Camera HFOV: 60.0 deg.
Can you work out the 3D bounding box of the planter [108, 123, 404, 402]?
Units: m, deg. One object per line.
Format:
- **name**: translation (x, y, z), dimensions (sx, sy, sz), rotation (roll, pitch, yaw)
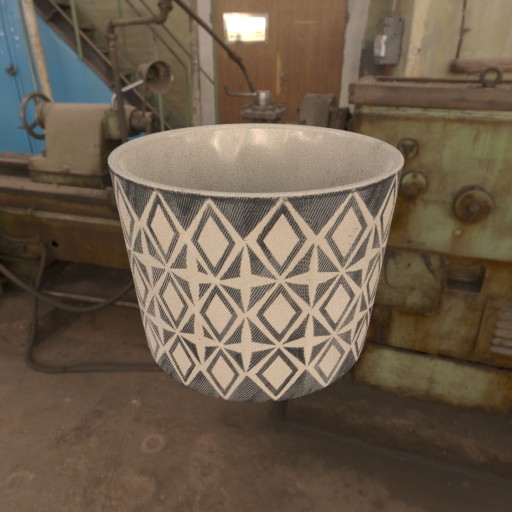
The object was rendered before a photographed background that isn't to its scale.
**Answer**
- **planter**: translation (0.000, 0.000, 0.455), dimensions (0.260, 0.220, 0.260), rotation (0, 27, 0)
